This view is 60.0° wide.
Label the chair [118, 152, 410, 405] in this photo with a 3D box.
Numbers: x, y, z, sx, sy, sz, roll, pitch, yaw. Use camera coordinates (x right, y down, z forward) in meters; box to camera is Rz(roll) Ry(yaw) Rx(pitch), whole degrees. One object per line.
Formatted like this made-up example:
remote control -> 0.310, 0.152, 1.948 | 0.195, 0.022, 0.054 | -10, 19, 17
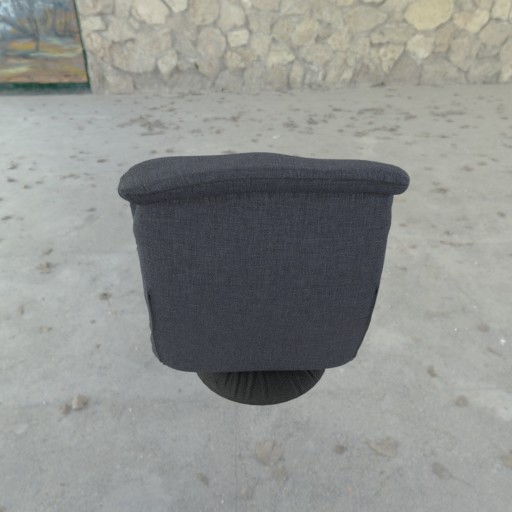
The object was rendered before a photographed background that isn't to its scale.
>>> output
chair -> 0.000, 0.000, 1.245 | 0.597, 0.749, 0.668 | -1, 31, -2
